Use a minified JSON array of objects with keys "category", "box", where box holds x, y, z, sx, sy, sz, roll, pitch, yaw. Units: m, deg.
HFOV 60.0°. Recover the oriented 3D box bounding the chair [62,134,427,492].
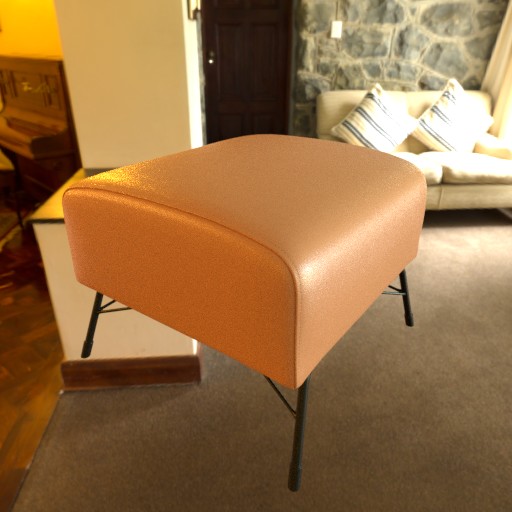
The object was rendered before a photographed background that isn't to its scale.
[{"category":"chair","box":[0.000,0.000,0.888,0.530,0.410,0.530,18,31,32]}]
